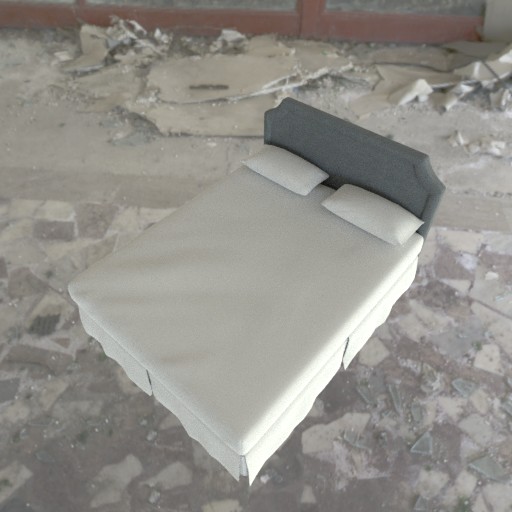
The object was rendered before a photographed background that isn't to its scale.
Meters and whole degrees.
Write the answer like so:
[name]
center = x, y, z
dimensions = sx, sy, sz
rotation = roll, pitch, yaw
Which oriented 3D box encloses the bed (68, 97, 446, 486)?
[bed]
center = 0.000, 0.000, 3.581
dimensions = 1.977, 1.306, 2.464
rotation = 33, 55, 27
